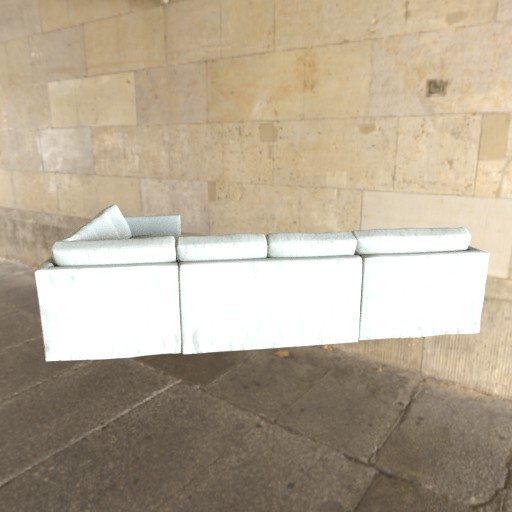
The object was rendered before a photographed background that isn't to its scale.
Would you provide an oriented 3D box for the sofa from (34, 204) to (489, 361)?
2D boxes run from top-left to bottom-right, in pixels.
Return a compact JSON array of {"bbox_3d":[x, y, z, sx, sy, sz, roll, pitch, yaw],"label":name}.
[{"bbox_3d":[0.000,0.000,4.472,3.434,0.869,2.440,-2,14,-9],"label":"sofa"}]
